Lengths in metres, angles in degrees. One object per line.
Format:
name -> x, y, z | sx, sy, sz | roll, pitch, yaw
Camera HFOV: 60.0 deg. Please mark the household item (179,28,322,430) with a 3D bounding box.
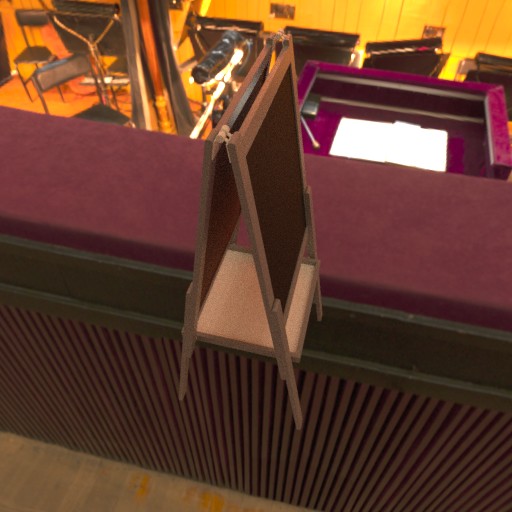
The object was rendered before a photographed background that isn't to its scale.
household item -> 0.000, 0.000, 1.397 | 0.469, 1.172, 0.531 | 11, 48, 10
